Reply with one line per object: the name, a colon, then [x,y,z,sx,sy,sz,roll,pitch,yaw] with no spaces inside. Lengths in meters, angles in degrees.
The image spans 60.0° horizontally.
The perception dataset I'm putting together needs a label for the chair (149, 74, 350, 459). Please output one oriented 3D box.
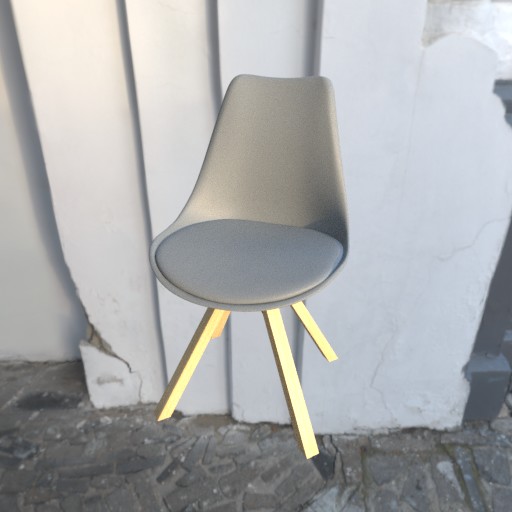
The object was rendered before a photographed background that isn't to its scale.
chair: [0.000,0.000,1.172,0.485,0.850,0.549,8,28,15]
